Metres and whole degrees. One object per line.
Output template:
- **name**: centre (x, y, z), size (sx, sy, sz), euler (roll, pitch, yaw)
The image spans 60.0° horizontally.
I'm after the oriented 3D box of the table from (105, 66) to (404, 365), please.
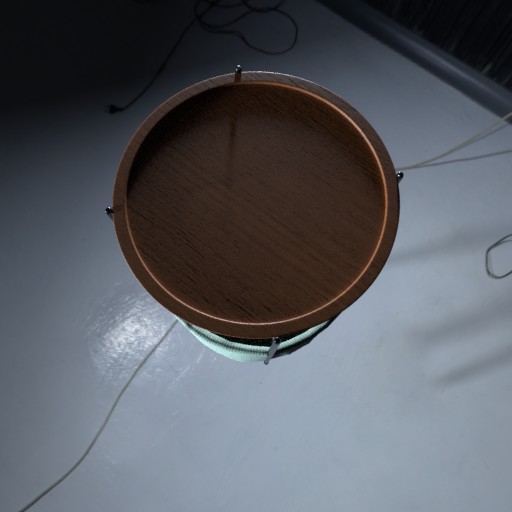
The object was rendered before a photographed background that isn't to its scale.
- **table**: centre (0.000, 0.000, 0.892), size (0.400, 0.623, 0.400), euler (36, 77, 10)
